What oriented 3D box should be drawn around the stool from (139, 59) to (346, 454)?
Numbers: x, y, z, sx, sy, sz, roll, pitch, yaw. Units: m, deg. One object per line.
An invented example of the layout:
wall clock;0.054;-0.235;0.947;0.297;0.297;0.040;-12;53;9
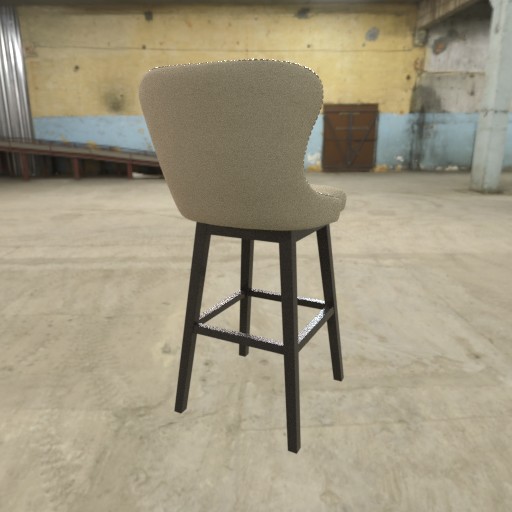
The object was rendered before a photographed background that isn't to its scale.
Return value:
stool;0.000;0.000;1.403;0.528;1.066;0.605;8;17;26
